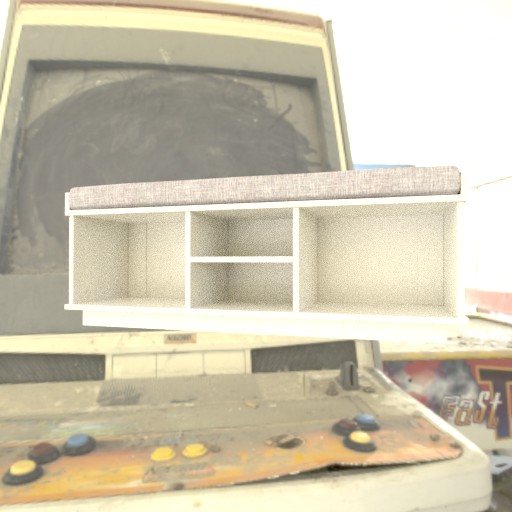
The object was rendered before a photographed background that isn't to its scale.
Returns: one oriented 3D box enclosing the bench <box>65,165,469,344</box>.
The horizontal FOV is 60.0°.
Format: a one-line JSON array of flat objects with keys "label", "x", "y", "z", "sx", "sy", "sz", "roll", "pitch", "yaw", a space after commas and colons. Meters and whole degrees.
[{"label": "bench", "x": 0.000, "y": 0.000, "z": 1.426, "sx": 1.196, "sy": 0.453, "sz": 0.363, "roll": 0, "pitch": -1, "yaw": 17}]
